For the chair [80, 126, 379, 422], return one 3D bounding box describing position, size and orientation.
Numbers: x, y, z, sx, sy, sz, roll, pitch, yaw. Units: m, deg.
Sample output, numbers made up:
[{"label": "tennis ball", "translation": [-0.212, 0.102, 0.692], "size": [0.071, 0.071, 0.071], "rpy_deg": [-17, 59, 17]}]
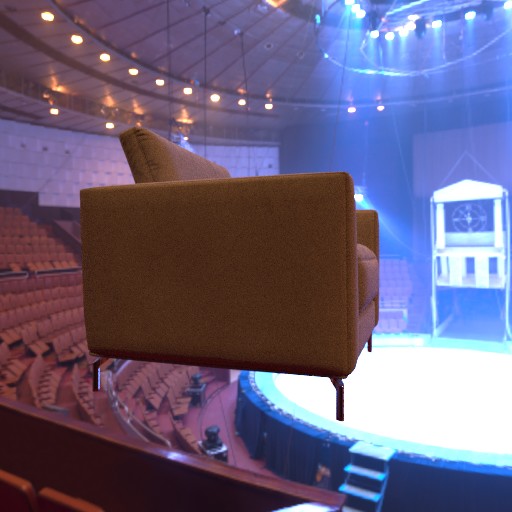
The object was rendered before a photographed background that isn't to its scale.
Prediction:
[{"label": "chair", "translation": [0.000, 0.000, 1.707], "size": [0.889, 0.864, 1.041], "rpy_deg": [0, 0, 19]}]
